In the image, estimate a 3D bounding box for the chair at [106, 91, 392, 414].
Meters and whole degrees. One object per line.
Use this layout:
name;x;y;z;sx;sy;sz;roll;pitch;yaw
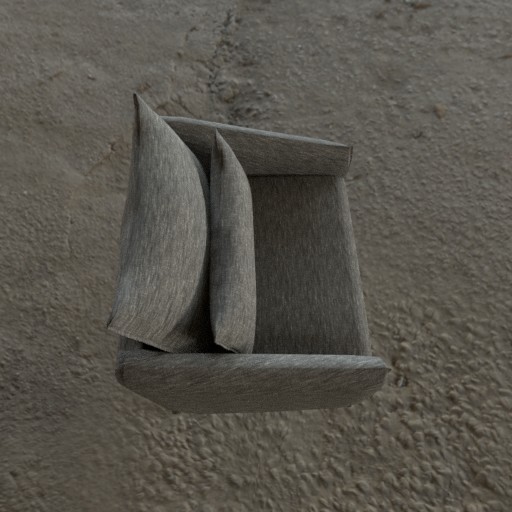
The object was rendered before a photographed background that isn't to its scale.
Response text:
chair;0.000;0.000;1.589;0.805;0.842;1.004;-2;64;-1
